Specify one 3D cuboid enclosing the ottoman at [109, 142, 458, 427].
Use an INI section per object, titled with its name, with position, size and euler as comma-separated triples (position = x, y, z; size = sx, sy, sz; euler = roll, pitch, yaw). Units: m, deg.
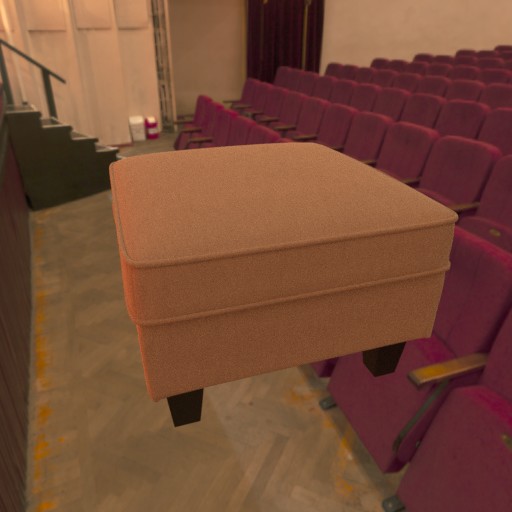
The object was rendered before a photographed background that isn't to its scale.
[ottoman]
position = 0.000, 0.000, 1.048
size = 0.613, 0.438, 0.616
euler = -9, 28, -16
